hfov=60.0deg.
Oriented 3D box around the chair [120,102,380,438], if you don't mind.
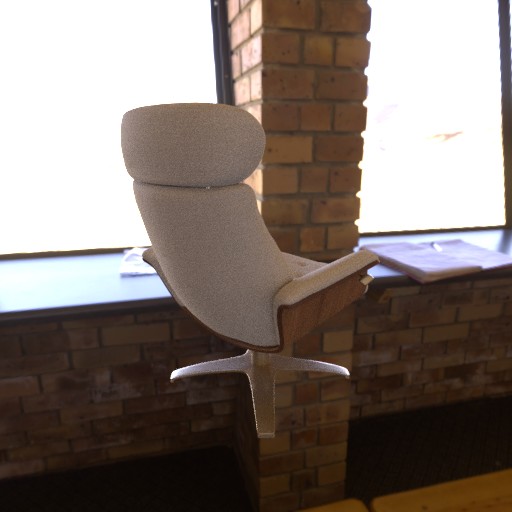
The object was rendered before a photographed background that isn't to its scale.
[{"bbox_3d":[0.000,0.000,1.580,0.785,0.995,0.837,14,20,42],"label":"chair"}]
